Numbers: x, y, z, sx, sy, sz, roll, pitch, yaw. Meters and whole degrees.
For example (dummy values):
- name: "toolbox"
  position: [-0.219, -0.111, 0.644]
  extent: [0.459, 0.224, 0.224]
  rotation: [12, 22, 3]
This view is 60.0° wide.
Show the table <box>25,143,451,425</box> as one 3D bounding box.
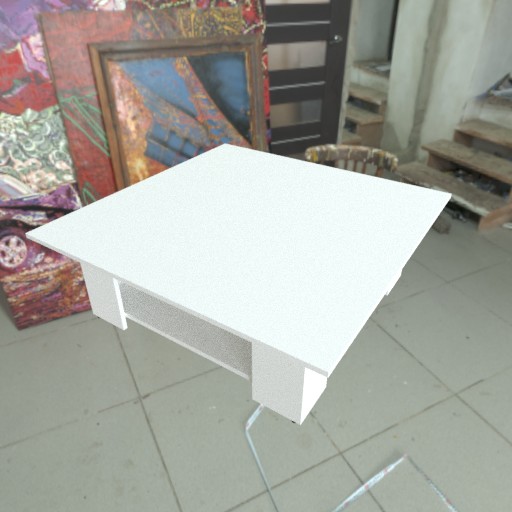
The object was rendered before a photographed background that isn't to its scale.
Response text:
- name: "table"
  position: [0.000, 0.000, 1.372]
  extent: [0.890, 0.305, 0.890]
  rotation: [20, 37, 28]
